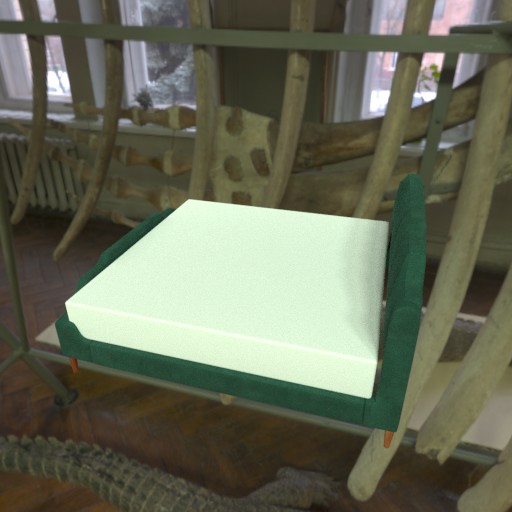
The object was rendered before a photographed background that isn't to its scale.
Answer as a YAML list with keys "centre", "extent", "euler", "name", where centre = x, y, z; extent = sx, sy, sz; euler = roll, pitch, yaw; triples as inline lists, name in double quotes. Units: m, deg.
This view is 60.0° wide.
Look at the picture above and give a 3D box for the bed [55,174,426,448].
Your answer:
- centre: [0.000, 0.000, 3.528]
  extent: [2.340, 1.245, 2.074]
  euler: [8, 29, 15]
  name: "bed"
